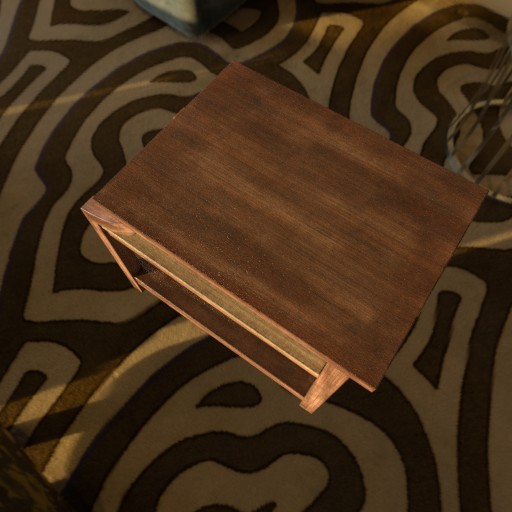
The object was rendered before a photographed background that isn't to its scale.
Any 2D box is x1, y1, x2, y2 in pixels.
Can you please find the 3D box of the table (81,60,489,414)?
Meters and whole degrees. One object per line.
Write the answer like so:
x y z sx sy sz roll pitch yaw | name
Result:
0.000 0.000 0.942 0.609 0.584 0.356 32 69 14 | table
